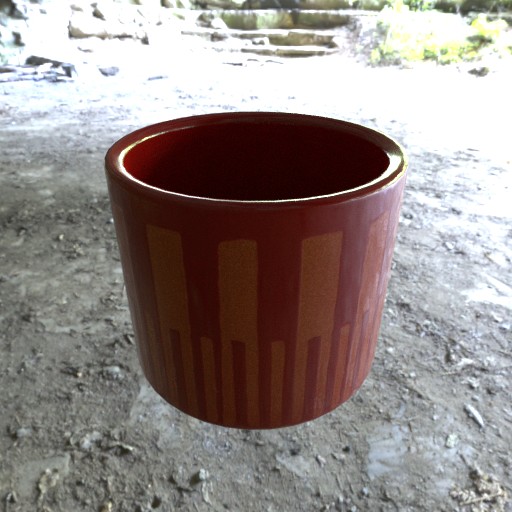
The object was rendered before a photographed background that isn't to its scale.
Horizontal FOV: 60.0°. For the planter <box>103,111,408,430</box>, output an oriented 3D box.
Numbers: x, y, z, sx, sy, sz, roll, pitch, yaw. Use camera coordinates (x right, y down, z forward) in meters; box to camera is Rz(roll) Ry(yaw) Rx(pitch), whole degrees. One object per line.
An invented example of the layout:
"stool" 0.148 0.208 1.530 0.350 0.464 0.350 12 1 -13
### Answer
"planter" 0.000 0.000 0.396 0.230 0.202 0.230 0 31 0
